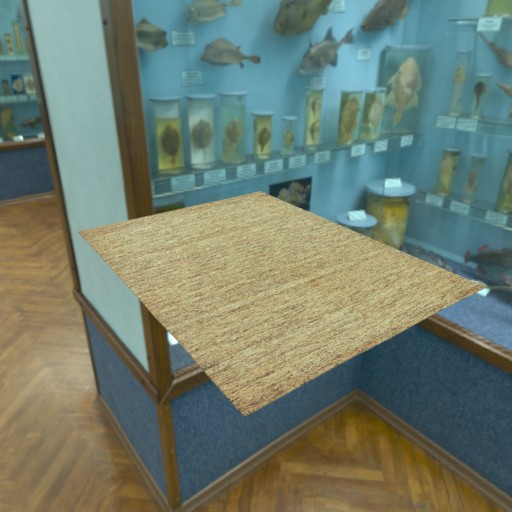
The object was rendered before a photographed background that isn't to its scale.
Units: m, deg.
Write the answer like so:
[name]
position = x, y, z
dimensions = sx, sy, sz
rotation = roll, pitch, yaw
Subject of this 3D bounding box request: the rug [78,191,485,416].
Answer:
[rug]
position = 0.000, 0.000, 4.242
dimensions = 2.438, 0.012, 3.200
rotation = -17, 31, -31
